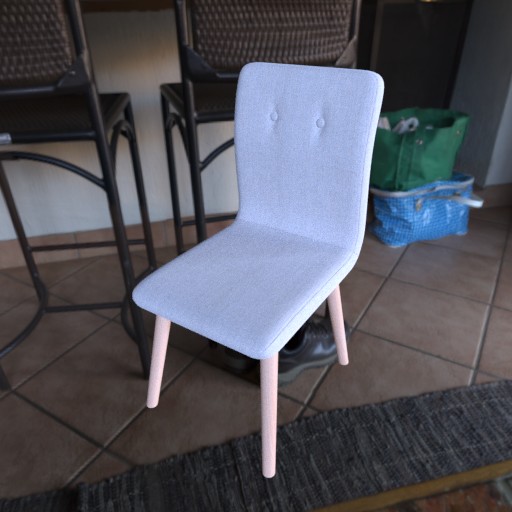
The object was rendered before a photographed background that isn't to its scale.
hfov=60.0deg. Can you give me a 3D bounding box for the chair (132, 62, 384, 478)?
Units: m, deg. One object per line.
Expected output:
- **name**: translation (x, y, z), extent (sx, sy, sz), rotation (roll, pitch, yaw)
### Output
- **chair**: translation (0.000, 0.000, 1.175), extent (0.435, 0.885, 0.550), rotation (18, 34, 28)
